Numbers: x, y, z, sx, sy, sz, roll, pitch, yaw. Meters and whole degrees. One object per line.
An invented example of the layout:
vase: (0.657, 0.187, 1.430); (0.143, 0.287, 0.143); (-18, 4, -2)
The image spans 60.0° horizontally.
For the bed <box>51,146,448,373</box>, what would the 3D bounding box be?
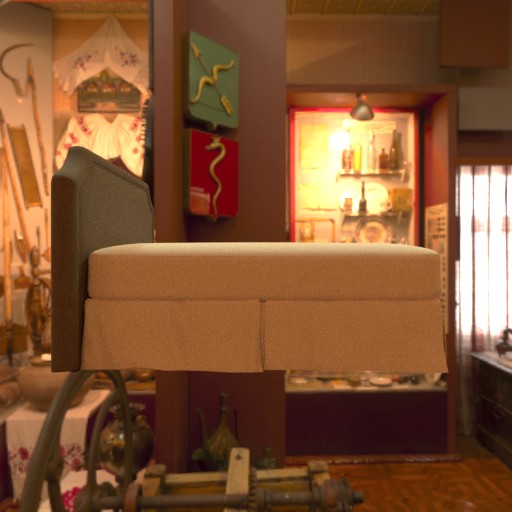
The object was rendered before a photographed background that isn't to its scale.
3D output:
bed: (0.000, 0.000, 3.236); (2.181, 1.297, 1.831); (0, 1, 1)
